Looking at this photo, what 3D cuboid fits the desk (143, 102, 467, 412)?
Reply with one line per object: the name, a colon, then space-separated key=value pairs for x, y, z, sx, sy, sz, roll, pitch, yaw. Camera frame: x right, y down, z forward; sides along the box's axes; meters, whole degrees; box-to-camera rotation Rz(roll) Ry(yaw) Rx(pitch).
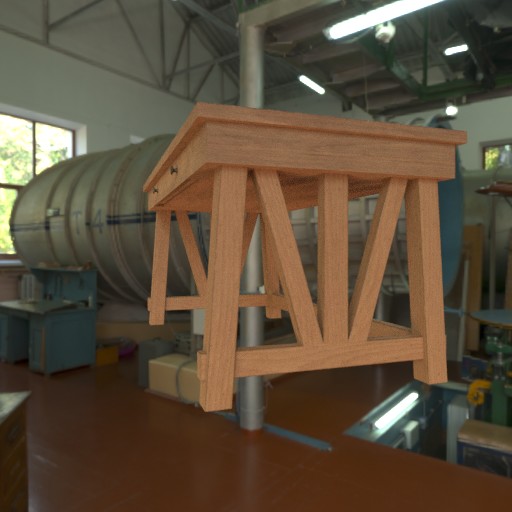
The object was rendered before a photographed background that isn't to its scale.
desk: x=0.000 y=0.000 z=1.901 sx=0.813 sy=0.762 sz=1.499 roll=0 pitch=1 yaw=-19
